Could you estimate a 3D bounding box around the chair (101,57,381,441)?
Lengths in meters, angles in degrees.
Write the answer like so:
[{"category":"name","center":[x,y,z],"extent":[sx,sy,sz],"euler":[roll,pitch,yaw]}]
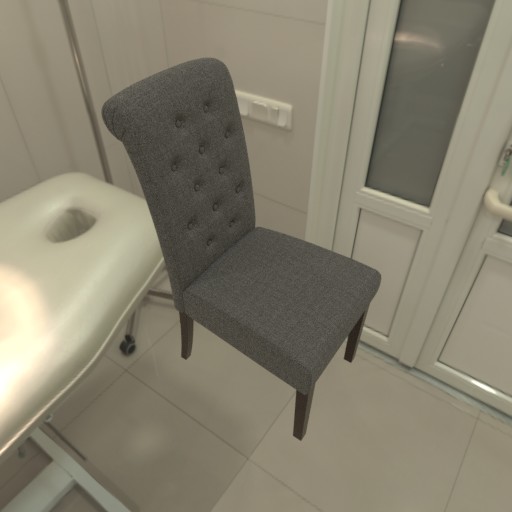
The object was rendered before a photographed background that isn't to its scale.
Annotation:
[{"category":"chair","center":[0.000,0.000,1.373],"extent":[0.671,1.006,0.456],"euler":[25,48,25]}]
